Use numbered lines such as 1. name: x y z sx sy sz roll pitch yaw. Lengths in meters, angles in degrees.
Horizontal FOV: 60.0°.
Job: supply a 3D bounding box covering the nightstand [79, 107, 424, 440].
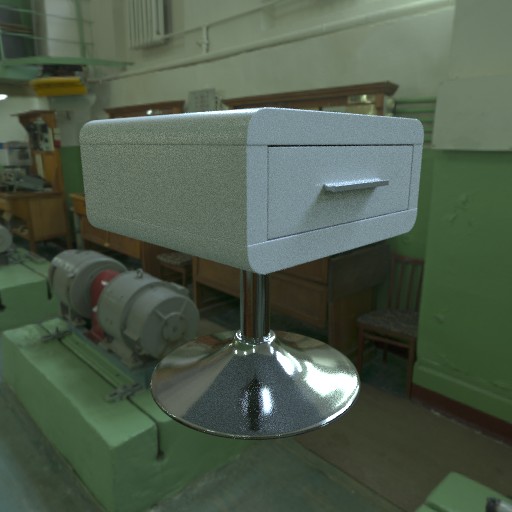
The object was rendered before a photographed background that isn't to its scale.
1. nightstand: 0.000 0.000 0.757 0.404 0.447 0.399 14 20 43
